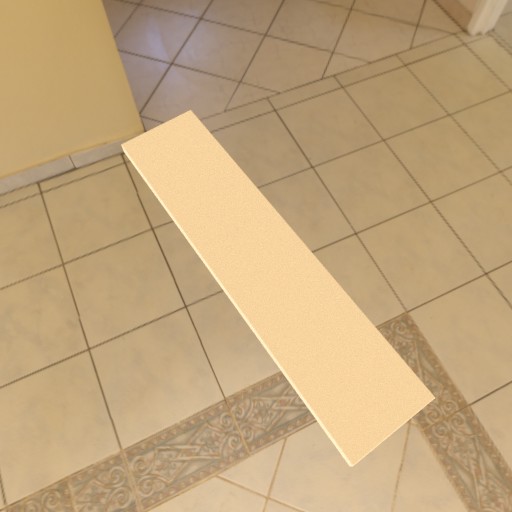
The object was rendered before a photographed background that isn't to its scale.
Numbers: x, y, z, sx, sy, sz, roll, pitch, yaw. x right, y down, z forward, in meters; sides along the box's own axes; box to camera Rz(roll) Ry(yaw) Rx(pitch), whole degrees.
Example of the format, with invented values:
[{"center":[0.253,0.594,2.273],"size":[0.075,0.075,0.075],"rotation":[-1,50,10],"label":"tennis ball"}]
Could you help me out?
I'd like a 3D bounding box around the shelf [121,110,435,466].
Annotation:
[{"center":[0.000,0.000,0.676],"size":[0.140,0.020,0.610],"rotation":[-32,68,-15],"label":"shelf"}]
